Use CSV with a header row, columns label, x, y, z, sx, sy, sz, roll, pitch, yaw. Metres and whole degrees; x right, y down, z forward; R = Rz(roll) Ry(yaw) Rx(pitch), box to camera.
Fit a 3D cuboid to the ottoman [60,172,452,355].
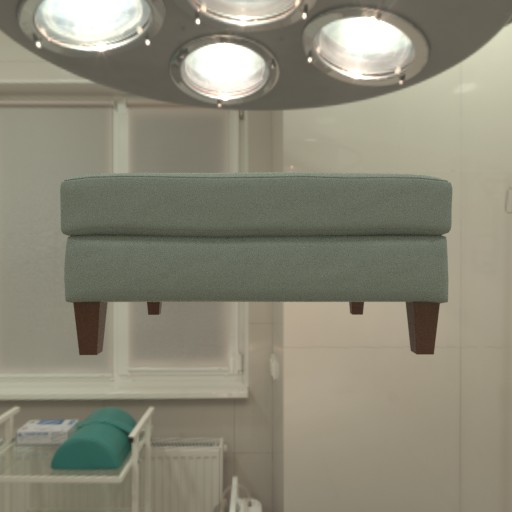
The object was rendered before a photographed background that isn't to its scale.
label,x,y,z,sx,sy,sz,roll,pitch,yaw
ottoman,0.000,0.000,1.497,0.991,0.494,0.842,0,0,0
